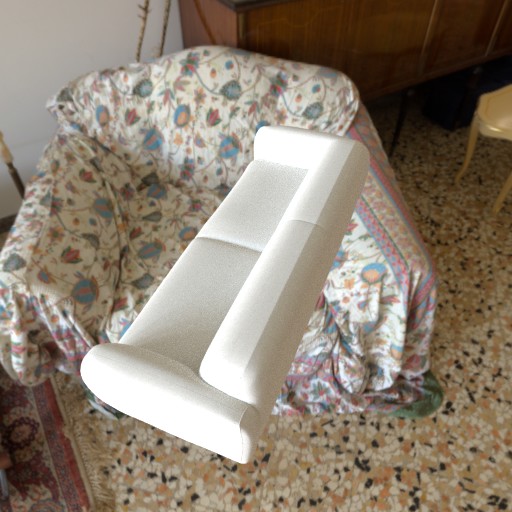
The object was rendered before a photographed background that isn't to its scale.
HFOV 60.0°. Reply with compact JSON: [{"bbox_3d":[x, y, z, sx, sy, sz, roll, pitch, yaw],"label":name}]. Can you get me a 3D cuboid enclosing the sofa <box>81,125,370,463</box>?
[{"bbox_3d":[0.000,0.000,2.684,0.880,0.780,2.257,17,49,15],"label":"sofa"}]
